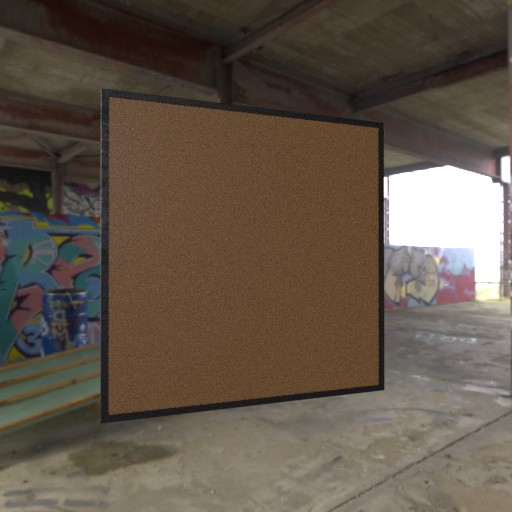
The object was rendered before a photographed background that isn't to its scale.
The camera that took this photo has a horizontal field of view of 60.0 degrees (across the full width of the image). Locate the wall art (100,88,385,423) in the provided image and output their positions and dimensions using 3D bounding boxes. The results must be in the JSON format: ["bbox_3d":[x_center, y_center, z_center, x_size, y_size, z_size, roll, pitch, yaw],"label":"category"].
[{"bbox_3d":[0.000,0.000,1.154,0.763,0.763,0.039,0,0,-20],"label":"wall art"}]
